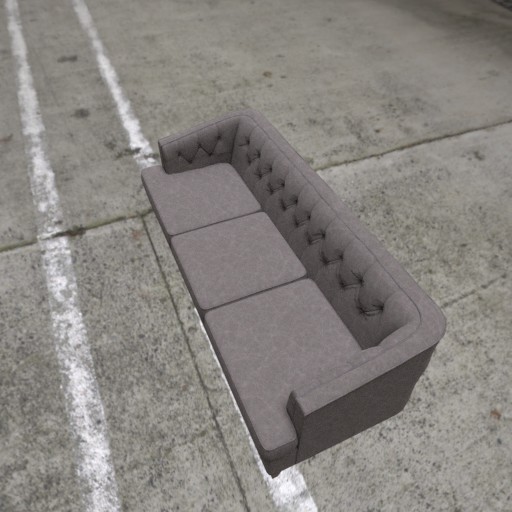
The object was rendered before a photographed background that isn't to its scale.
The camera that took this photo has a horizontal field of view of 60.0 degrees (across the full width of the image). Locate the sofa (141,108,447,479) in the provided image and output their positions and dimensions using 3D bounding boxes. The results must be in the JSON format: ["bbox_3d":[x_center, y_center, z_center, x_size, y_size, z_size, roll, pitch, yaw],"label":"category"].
[{"bbox_3d":[0.000,0.000,2.704,0.917,0.806,2.247,-17,48,-16],"label":"sofa"}]
